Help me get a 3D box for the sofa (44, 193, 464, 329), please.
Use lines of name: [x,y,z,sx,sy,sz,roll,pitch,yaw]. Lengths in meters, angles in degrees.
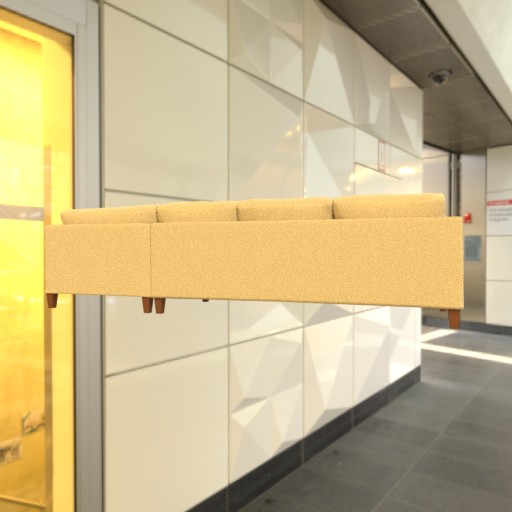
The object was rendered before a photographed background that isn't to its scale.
sofa: [0.000,0.000,3.928,3.186,0.861,1.625,0,1,18]
